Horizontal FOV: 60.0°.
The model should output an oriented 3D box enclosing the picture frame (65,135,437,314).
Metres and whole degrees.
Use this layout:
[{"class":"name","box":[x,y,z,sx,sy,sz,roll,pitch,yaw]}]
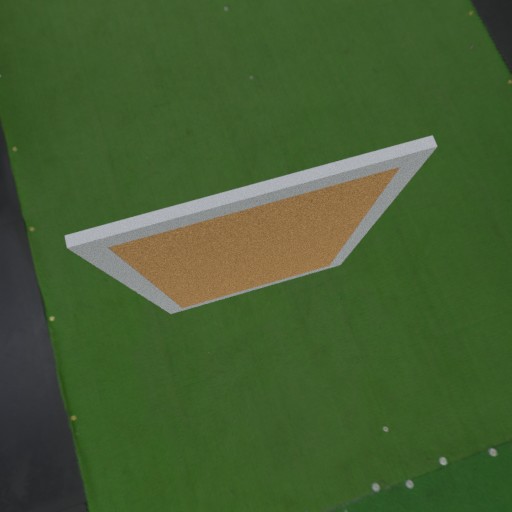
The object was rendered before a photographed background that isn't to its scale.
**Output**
[{"class":"picture frame","box":[0.000,0.000,0.598,0.326,0.459,0.011,-16,76,-4]}]
